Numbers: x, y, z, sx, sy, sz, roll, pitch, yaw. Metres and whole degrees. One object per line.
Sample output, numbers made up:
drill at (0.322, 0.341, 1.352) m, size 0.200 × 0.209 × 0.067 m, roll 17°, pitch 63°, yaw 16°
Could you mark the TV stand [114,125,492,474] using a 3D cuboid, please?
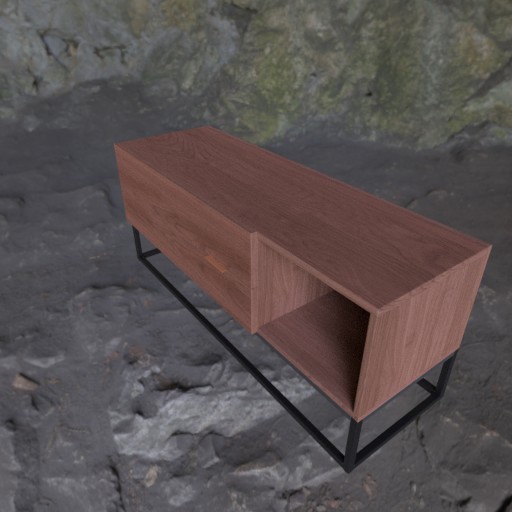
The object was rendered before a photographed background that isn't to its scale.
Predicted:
TV stand at (0.000, 0.000, 1.417) m, size 0.415 × 0.500 × 1.200 m, roll -21°, pitch 38°, yaw -31°
